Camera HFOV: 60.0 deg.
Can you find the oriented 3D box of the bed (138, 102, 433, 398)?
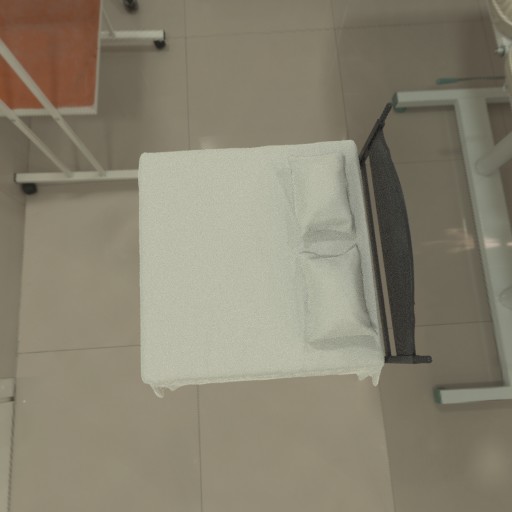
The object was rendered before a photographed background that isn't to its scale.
[{"bbox_3d":[0.000,0.000,3.733,2.219,1.355,2.322,-4,77,-1],"label":"bed"}]
